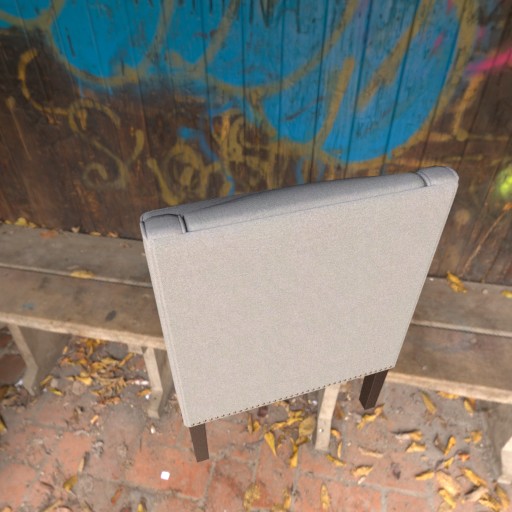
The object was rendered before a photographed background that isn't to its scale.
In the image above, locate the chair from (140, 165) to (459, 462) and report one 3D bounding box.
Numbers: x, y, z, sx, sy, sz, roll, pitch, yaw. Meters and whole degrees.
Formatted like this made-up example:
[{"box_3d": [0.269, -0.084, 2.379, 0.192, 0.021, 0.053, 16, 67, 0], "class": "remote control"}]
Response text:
[{"box_3d": [0.000, 0.000, 1.337, 0.631, 0.867, 0.747, -12, 43, -13], "class": "chair"}]
